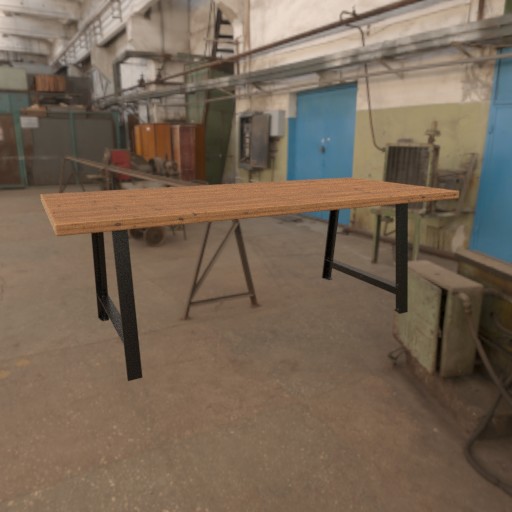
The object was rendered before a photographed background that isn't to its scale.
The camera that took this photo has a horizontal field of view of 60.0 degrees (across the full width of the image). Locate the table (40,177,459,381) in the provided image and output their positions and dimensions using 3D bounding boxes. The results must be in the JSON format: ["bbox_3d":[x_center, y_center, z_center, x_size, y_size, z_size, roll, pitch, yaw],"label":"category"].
[{"bbox_3d":[0.000,0.000,2.649,2.200,0.757,1.000,-8,17,-27],"label":"table"}]
